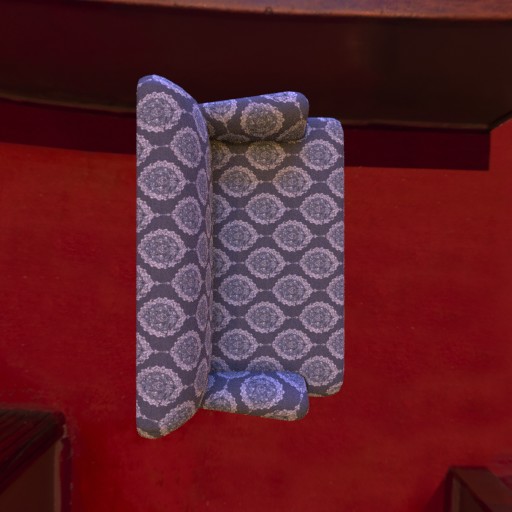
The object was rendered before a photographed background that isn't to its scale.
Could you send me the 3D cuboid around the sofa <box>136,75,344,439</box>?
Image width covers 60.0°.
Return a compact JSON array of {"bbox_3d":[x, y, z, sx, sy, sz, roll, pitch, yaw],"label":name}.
[{"bbox_3d":[0.000,0.000,1.839,0.779,0.867,1.297,0,90,-1],"label":"sofa"}]
